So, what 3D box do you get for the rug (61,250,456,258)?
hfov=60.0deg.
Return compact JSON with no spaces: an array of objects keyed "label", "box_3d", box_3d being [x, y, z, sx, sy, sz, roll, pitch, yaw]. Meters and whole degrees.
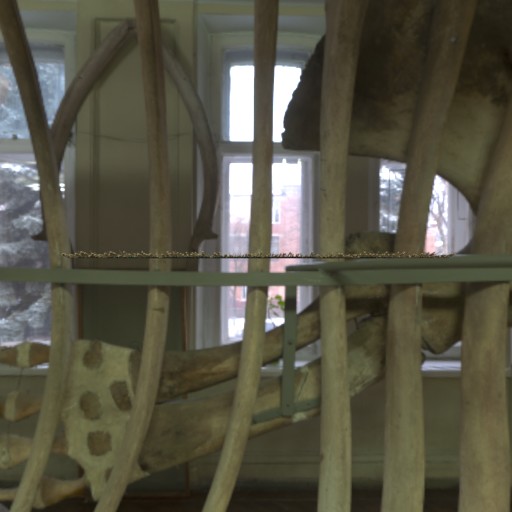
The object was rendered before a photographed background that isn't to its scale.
[{"label":"rug","box_3d":[0.000,0.000,4.333,2.418,0.047,3.307,0,0,-1]}]
